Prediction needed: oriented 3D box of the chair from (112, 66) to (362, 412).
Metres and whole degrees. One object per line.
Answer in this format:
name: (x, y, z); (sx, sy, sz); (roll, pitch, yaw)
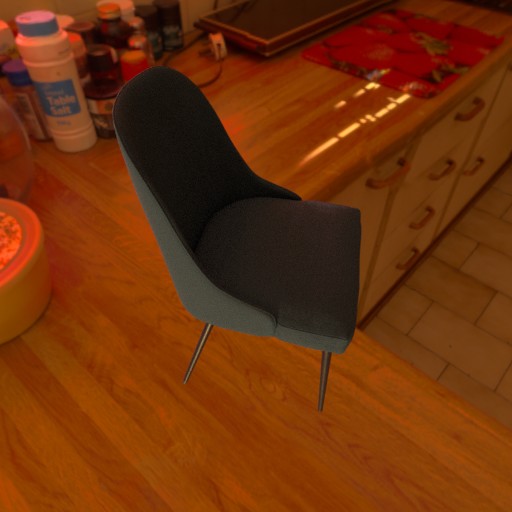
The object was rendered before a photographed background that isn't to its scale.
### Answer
chair: (0.000, 0.000, 1.198); (0.559, 0.896, 0.478); (9, 47, 8)
